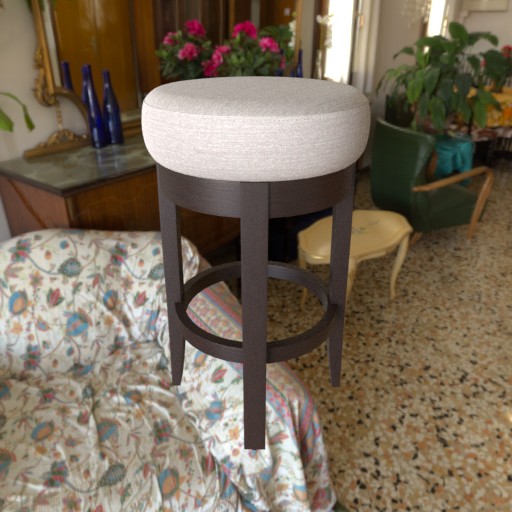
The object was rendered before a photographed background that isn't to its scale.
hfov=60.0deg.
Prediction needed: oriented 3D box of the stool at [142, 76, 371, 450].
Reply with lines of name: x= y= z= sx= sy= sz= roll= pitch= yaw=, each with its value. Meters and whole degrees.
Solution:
stool: x=0.000 y=0.000 z=1.019 sx=0.443 sy=0.757 sz=0.443 roll=0 pitch=27 yaw=0
